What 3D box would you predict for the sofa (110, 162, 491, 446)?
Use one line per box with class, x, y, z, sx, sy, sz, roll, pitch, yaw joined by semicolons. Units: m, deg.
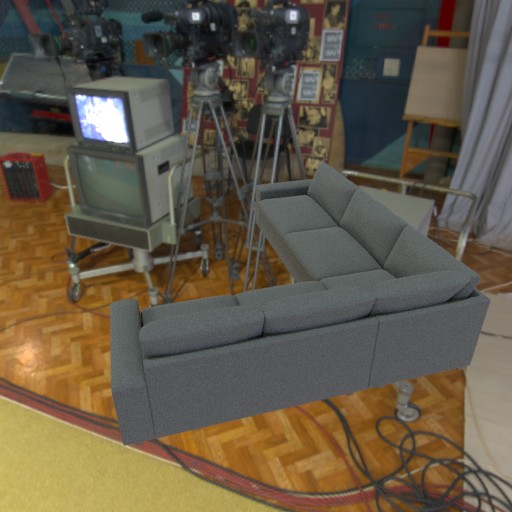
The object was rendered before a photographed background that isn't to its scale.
sofa;0.000;0.000;4.627;2.895;0.965;3.277;-8;31;-14
